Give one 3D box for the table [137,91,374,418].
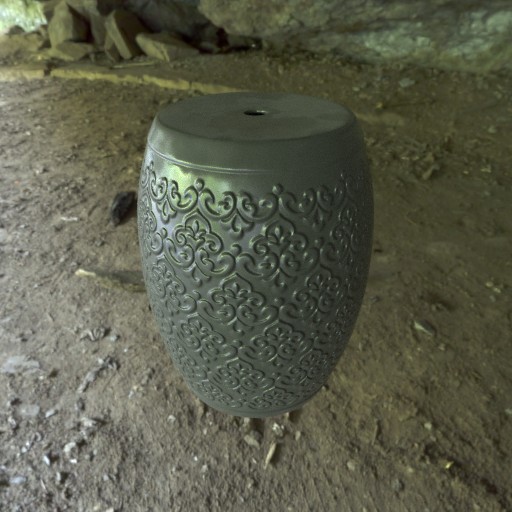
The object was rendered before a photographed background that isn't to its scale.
[{"bbox_3d":[0.000,0.000,0.619,0.309,0.397,0.309,0,32,0],"label":"table"}]
